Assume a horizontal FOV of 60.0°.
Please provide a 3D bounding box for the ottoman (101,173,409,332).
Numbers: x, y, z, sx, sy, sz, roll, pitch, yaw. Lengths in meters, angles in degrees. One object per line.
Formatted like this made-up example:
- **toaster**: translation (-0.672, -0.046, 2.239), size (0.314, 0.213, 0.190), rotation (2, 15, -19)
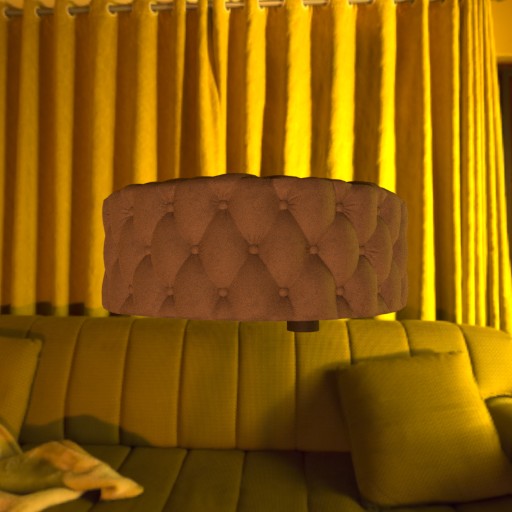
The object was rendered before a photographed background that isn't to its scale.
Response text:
- **ottoman**: translation (0.000, 0.000, 1.518), size (0.998, 0.399, 0.998), rotation (0, -1, 0)
